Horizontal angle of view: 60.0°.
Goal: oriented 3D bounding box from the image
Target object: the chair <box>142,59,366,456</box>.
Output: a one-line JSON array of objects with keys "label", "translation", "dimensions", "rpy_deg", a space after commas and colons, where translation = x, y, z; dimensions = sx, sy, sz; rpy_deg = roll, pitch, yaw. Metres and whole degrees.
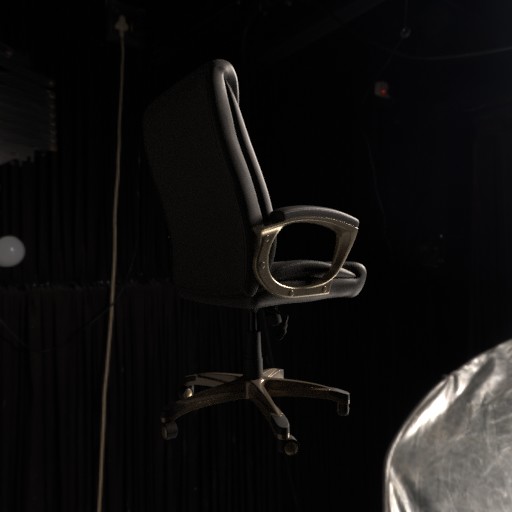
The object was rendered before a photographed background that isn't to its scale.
[{"label": "chair", "translation": [0.000, 0.000, 1.655], "dimensions": [0.748, 1.188, 0.694], "rpy_deg": [0, 0, -36]}]
